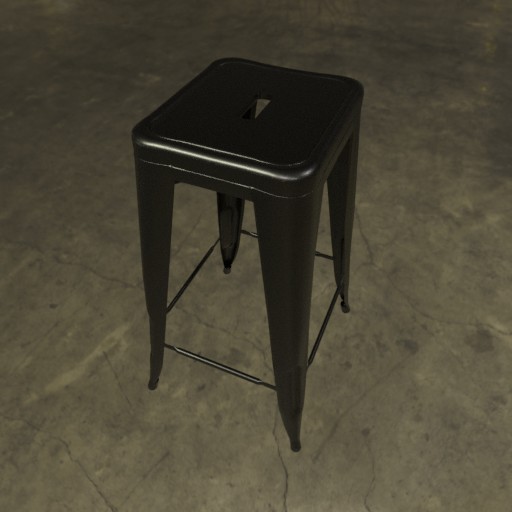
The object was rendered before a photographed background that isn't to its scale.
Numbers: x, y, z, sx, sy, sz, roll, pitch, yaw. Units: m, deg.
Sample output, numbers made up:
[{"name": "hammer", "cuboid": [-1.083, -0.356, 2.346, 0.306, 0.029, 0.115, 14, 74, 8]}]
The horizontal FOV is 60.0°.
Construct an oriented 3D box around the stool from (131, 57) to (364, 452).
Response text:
[{"name": "stool", "cuboid": [0.000, 0.000, 0.838, 0.359, 0.609, 0.399, 17, 48, 16]}]
